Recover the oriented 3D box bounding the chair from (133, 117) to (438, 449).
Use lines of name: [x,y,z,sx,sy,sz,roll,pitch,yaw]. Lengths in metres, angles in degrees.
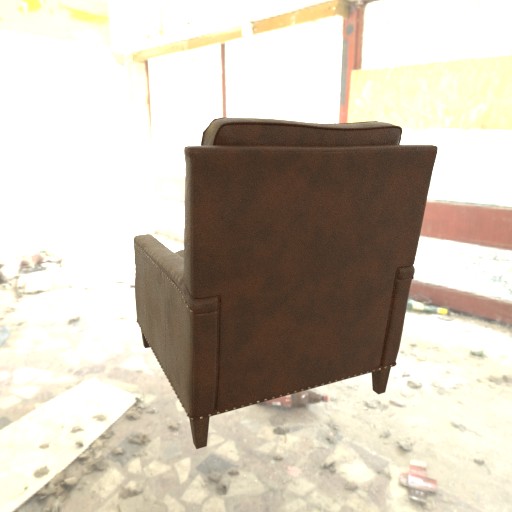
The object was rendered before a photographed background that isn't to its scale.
chair: [0.000,0.000,1.832,0.854,1.054,1.035,-7,16,-24]
